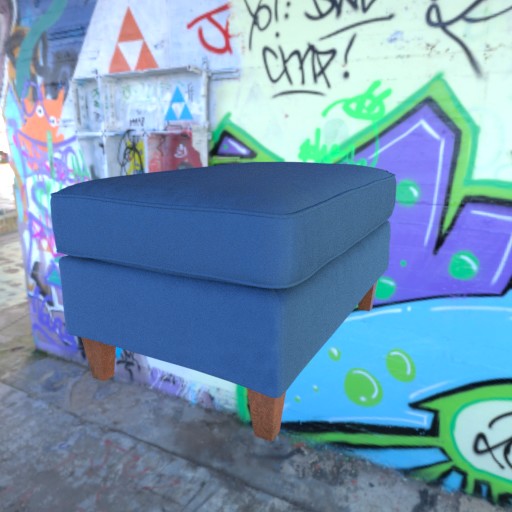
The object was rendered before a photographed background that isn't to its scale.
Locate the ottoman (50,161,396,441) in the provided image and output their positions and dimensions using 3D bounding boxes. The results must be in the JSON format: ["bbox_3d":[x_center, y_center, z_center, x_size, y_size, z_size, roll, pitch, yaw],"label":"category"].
[{"bbox_3d":[0.000,0.000,1.217,0.583,0.484,0.862,8,17,27],"label":"ottoman"}]
